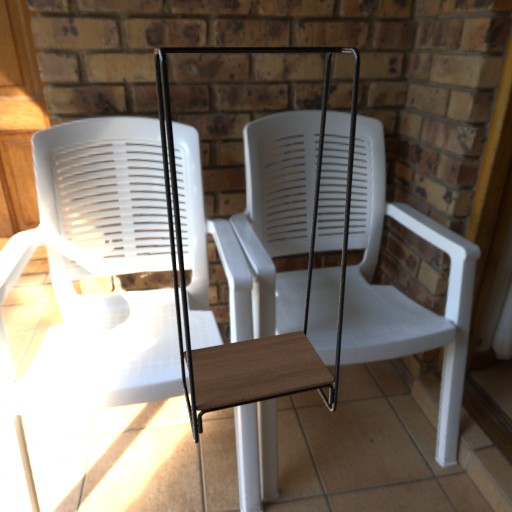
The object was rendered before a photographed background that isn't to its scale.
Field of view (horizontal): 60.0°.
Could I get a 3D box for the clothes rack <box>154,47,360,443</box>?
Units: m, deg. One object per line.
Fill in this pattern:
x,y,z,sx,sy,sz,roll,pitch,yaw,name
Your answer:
0.000,0.000,1.758,0.640,1.500,0.400,-7,27,-15,clothes rack
